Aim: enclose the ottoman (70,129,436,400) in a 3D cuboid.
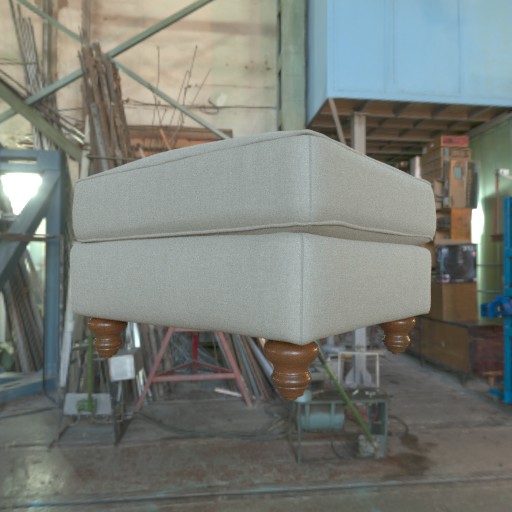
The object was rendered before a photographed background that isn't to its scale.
[{"bbox_3d":[0.000,0.000,1.122,0.716,0.505,0.662,-1,-1,38],"label":"ottoman"}]
